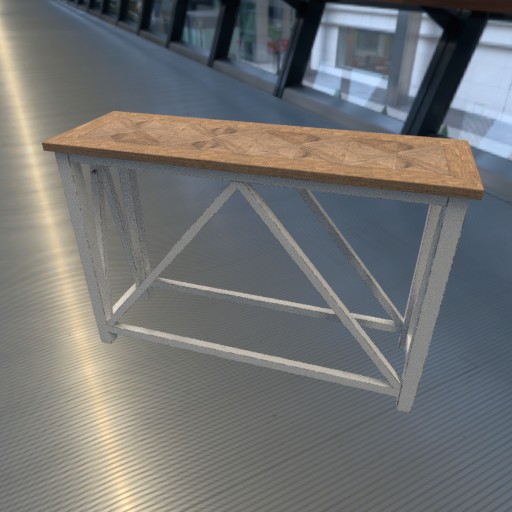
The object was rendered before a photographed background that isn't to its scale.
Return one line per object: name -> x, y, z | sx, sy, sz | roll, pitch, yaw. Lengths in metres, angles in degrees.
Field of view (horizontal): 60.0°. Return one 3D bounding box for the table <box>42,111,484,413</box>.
table -> 0.000, 0.000, 1.773 | 1.400, 0.930, 0.450 | 9, 33, 14
